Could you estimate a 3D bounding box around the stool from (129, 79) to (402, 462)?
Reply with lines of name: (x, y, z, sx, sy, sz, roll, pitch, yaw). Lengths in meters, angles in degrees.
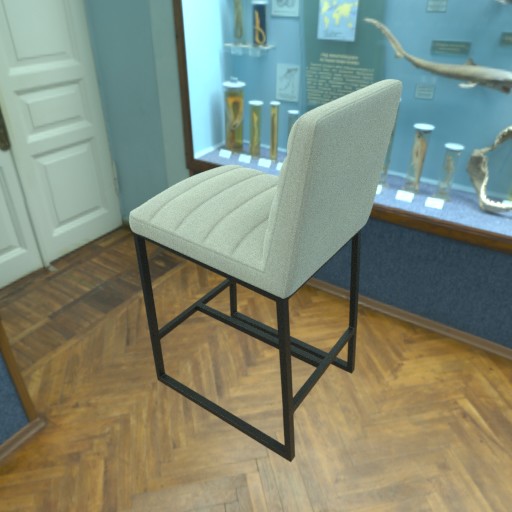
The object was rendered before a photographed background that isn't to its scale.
stool: (0.000, 0.000, 1.290, 0.567, 0.971, 0.459, 20, 37, 29)
